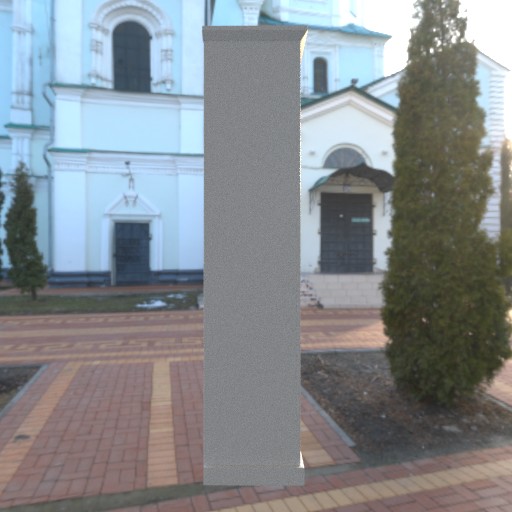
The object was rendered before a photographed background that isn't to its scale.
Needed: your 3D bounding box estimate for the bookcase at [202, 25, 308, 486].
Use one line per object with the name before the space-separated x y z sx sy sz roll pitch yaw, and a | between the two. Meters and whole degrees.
bookcase | 0.000 0.000 2.331 0.432 1.880 1.050 0 0 1
